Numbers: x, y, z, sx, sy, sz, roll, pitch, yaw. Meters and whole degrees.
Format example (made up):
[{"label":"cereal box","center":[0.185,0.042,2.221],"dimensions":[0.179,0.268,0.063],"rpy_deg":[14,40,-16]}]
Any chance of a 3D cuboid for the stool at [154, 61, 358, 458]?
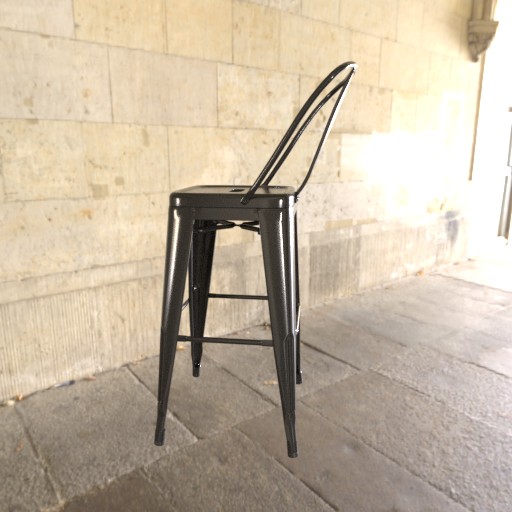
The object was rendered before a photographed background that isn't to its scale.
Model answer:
[{"label":"stool","center":[0.000,0.000,1.302],"dimensions":[0.528,1.022,0.432],"rpy_deg":[2,13,7]}]
